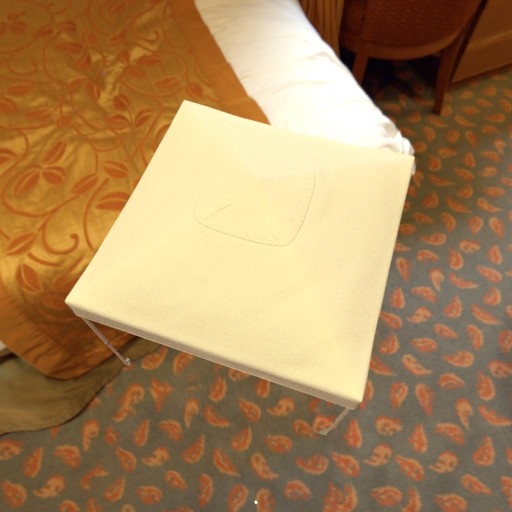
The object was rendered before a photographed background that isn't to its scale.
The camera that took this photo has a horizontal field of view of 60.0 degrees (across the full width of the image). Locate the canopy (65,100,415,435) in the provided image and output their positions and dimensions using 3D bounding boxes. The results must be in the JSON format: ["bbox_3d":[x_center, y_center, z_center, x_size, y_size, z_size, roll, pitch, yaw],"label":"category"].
[{"bbox_3d":[0.000,0.000,5.450,2.996,2.997,2.998,17,62,9],"label":"canopy"}]
